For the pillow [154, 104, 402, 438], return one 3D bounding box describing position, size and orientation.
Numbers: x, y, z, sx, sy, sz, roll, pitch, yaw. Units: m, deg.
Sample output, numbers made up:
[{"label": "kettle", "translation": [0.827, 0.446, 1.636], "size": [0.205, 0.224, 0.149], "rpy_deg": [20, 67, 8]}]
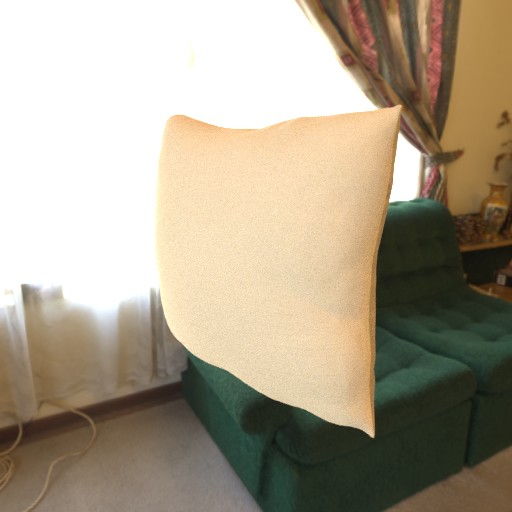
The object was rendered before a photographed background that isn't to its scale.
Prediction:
[{"label": "pillow", "translation": [0.000, 0.000, 0.711], "size": [0.450, 0.448, 0.245], "rpy_deg": [15, 21, 43]}]
